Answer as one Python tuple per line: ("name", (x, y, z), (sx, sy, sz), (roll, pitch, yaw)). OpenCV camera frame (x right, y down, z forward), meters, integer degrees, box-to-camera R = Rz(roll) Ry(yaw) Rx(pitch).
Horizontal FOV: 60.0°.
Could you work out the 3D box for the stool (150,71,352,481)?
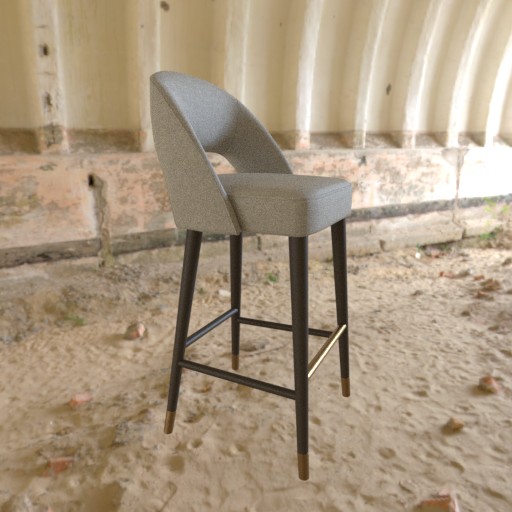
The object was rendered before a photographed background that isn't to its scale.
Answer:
("stool", (0.000, 0.000, 1.307), (0.509, 1.037, 0.494), (7, 16, 25))
